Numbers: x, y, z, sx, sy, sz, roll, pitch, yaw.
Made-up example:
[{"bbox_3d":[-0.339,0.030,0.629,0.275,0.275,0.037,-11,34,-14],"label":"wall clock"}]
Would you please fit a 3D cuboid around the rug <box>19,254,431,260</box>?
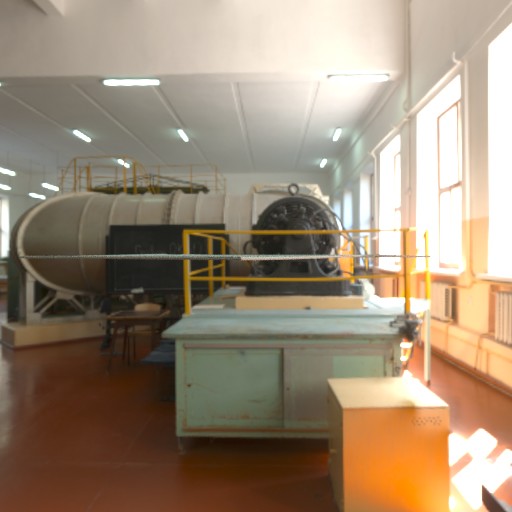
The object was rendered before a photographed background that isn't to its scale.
[{"bbox_3d":[0.000,0.000,2.911,1.593,0.029,2.305,0,0,37],"label":"rug"}]
